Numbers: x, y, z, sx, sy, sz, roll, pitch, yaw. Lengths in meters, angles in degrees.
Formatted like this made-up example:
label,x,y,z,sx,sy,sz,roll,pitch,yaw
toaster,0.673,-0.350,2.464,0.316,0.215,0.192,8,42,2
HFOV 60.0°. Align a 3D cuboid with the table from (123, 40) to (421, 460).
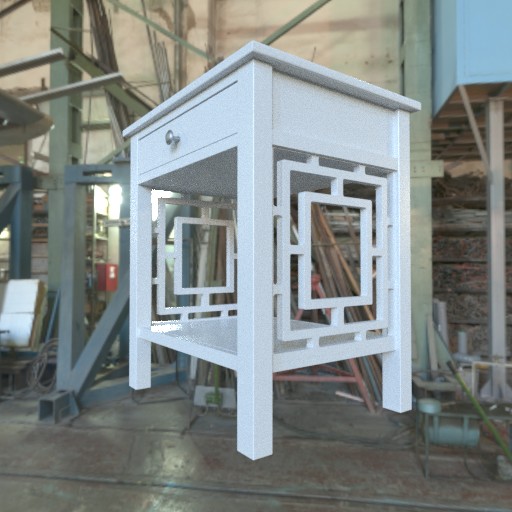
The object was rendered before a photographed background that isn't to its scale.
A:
label,x,y,z,sx,sy,sz,roll,pitch,yaw
table,0.000,0.000,1.022,0.451,0.646,0.564,1,-2,-36
